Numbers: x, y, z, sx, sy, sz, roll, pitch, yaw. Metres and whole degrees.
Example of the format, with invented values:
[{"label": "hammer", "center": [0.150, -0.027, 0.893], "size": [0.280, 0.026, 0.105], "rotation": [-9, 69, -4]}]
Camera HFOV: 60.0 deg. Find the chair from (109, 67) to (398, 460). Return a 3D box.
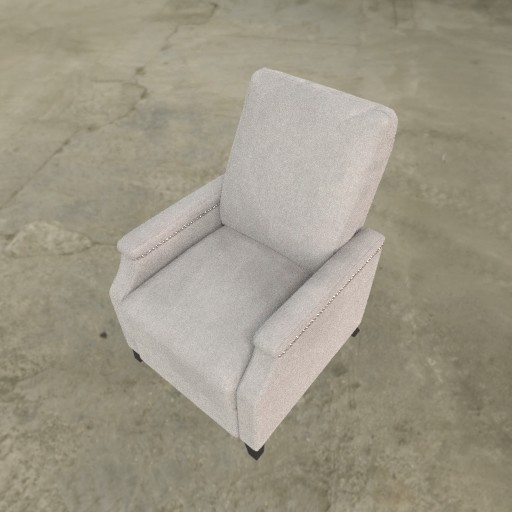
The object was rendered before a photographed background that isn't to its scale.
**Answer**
[{"label": "chair", "center": [0.000, 0.000, 1.636], "size": [0.710, 1.049, 0.922], "rotation": [30, 52, 27]}]
